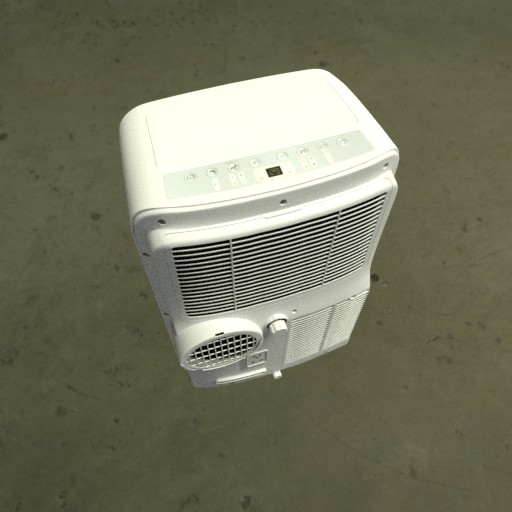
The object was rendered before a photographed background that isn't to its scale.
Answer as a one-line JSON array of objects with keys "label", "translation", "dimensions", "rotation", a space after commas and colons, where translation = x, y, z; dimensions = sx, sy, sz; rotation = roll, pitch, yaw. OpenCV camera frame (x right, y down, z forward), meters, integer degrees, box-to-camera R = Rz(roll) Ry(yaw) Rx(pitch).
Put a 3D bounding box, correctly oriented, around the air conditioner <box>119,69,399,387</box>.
[{"label": "air conditioner", "translation": [0.000, 0.000, 0.951], "dimensions": [0.454, 0.700, 0.365], "rotation": [-15, 59, -9]}]
